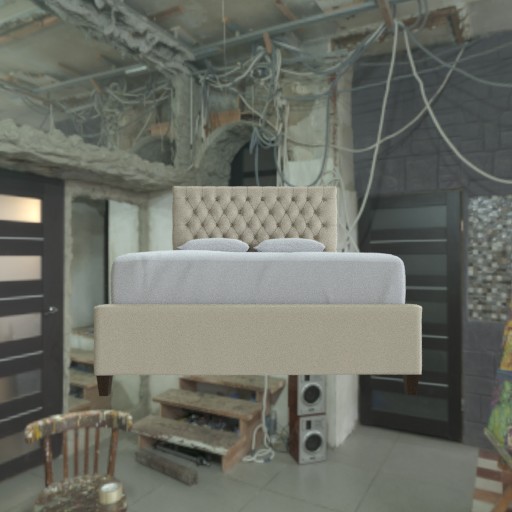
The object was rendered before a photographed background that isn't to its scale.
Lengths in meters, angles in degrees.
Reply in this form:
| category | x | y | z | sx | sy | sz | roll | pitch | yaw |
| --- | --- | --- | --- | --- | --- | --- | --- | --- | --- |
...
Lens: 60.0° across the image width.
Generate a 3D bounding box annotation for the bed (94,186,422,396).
| category | x | y | z | sx | sy | sz | roll | pitch | yaw |
| --- | --- | --- | --- | --- | --- | --- | --- | --- | --- |
| bed | 0.000 | 0.000 | 3.426 | 1.698 | 1.427 | 2.387 | 0 | 0 | -1 |
